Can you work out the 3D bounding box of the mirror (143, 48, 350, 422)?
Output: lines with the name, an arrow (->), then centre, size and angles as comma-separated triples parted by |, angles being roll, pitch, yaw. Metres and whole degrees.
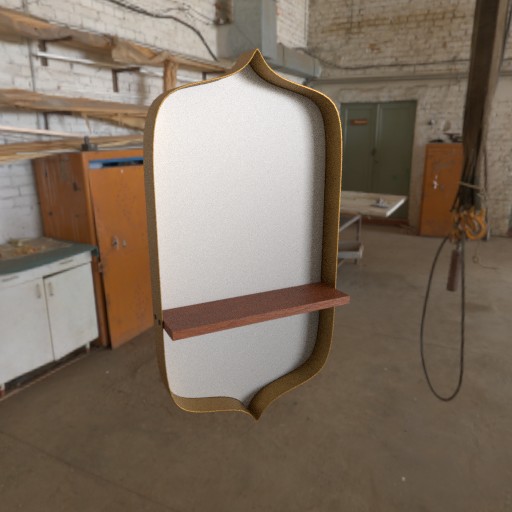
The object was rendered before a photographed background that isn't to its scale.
mirror -> 0.000, 0.000, 0.713 | 0.323, 0.613, 0.096 | -8, 17, -26
